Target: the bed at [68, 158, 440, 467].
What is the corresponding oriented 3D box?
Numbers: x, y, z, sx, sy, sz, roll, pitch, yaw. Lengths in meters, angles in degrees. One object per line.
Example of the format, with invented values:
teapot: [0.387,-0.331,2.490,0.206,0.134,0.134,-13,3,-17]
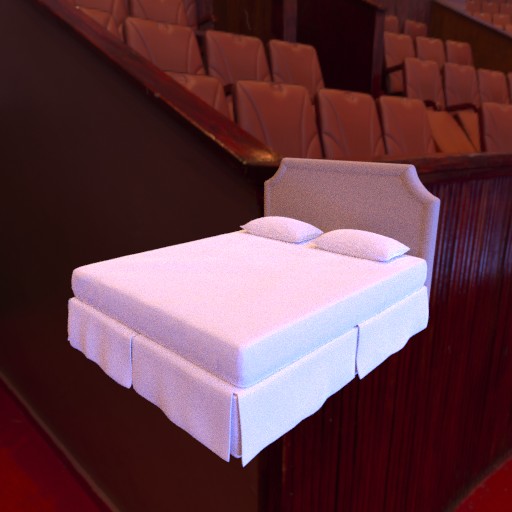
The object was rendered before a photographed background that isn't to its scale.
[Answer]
bed: [0.000,0.000,4.090,2.350,1.590,2.773,15,22,42]
